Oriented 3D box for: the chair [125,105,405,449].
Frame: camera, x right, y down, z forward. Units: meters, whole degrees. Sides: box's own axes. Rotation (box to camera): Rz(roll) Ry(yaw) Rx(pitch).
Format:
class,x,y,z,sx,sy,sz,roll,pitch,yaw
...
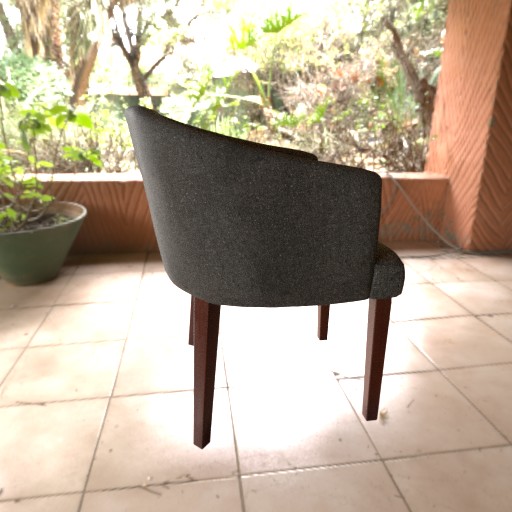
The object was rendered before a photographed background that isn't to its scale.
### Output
class,x,y,z,sx,sy,sz,roll,pitch,yaw
chair,0.000,0.000,1.261,0.655,0.811,0.583,-3,18,-9
